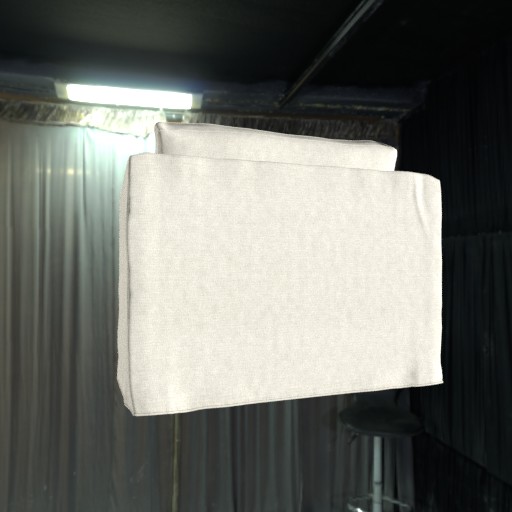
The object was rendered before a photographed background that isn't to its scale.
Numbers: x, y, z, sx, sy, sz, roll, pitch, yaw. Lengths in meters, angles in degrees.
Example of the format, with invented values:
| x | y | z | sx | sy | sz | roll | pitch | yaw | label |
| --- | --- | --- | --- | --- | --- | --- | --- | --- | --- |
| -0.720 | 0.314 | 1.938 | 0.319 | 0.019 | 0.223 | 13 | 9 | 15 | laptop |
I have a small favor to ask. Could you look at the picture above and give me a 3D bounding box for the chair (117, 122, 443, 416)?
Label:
| x | y | z | sx | sy | sz | roll | pitch | yaw | label |
| --- | --- | --- | --- | --- | --- | --- | --- | --- | --- |
| 0.000 | 0.000 | 1.767 | 1.057 | 0.867 | 0.949 | 0 | -1 | -19 | chair |
